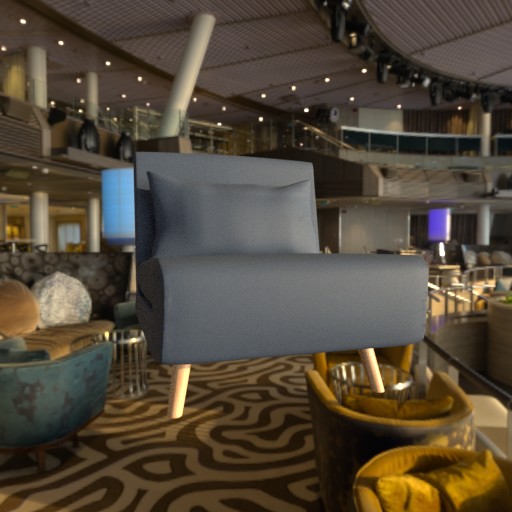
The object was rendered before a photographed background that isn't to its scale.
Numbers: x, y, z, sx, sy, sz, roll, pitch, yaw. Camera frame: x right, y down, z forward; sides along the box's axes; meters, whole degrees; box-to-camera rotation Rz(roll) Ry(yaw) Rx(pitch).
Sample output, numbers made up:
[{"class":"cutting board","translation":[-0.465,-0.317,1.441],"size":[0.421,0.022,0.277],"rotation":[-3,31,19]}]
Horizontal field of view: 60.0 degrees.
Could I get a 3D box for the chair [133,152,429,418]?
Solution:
[{"class":"chair","translation":[0.000,0.000,1.508],"size":[0.770,0.808,0.900],"rotation":[-1,2,-18]}]
